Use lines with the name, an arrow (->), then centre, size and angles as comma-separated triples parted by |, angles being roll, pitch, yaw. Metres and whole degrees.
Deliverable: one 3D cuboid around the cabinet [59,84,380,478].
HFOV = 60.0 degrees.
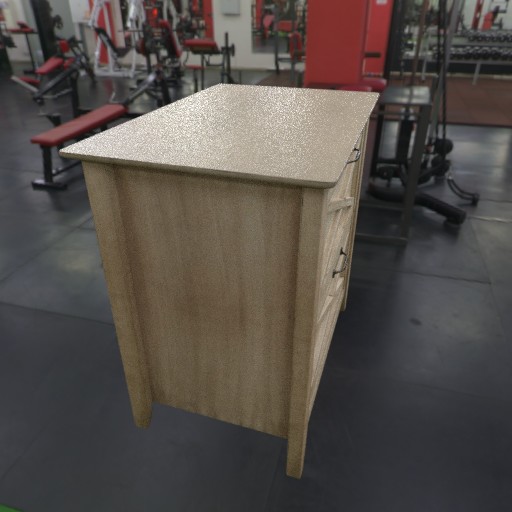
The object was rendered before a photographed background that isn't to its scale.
cabinet -> 0.000, 0.000, 1.227 | 0.503, 0.762, 0.763 | 10, 32, 16
